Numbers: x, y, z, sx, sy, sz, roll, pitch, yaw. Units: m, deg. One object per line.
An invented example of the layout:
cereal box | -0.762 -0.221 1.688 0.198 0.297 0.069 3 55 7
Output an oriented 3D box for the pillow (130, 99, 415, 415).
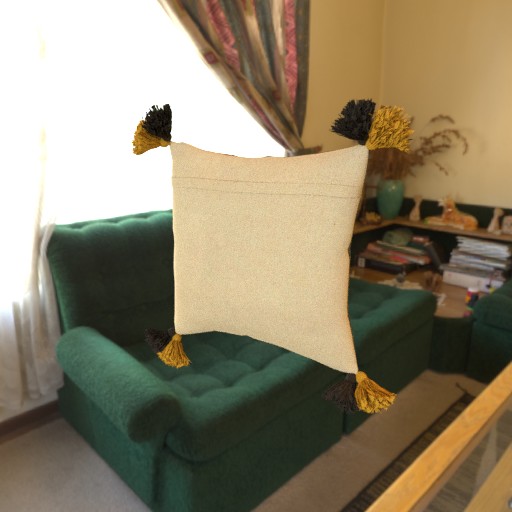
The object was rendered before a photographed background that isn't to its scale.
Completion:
pillow | 0.000 0.000 0.985 0.654 0.659 0.139 8 17 28
